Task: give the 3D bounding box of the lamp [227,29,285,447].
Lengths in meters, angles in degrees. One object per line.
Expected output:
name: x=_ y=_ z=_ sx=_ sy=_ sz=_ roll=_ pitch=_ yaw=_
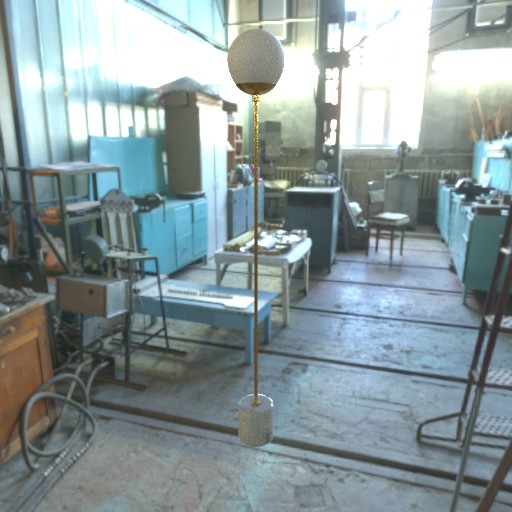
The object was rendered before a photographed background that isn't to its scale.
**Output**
lamp: x=0.000 y=0.000 z=1.878 sx=0.224 sy=1.753 sz=0.224 roll=-7 pitch=16 yaw=-26
